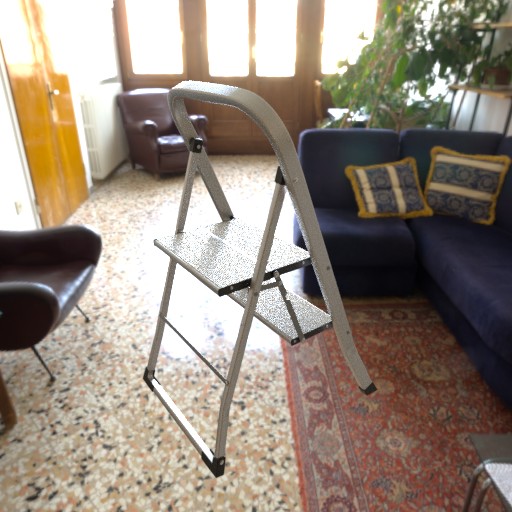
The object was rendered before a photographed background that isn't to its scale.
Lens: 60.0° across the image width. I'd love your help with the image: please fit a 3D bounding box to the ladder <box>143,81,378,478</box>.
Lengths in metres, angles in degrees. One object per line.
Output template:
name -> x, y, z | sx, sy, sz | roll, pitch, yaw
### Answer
ladder -> 0.000, 0.000, 1.126 | 0.530, 0.830, 0.465 | -18, 31, -32
